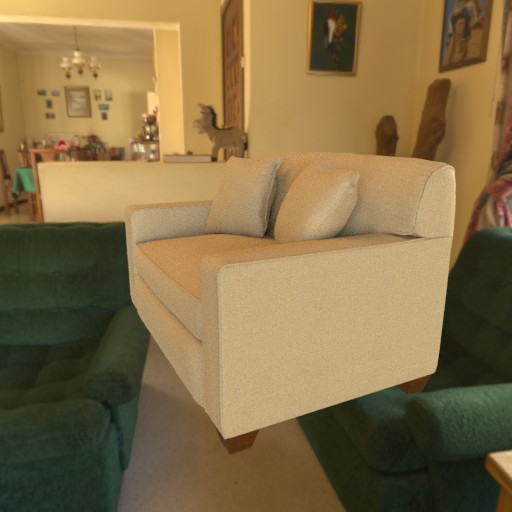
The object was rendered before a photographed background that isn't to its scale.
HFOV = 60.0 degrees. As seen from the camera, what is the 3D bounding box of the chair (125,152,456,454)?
[{"bbox_3d":[0.000,0.000,2.078,1.000,0.948,1.383,-7,16,-26],"label":"chair"}]
